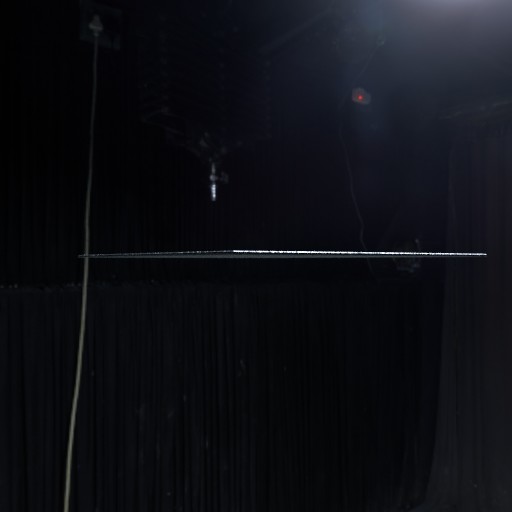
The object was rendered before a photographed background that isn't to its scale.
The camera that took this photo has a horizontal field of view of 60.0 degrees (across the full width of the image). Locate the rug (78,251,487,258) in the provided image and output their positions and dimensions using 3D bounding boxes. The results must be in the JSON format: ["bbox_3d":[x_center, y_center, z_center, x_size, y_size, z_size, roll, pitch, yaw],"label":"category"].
[{"bbox_3d":[0.000,0.000,4.123,2.456,0.021,3.042,0,-1,-35],"label":"rug"}]
